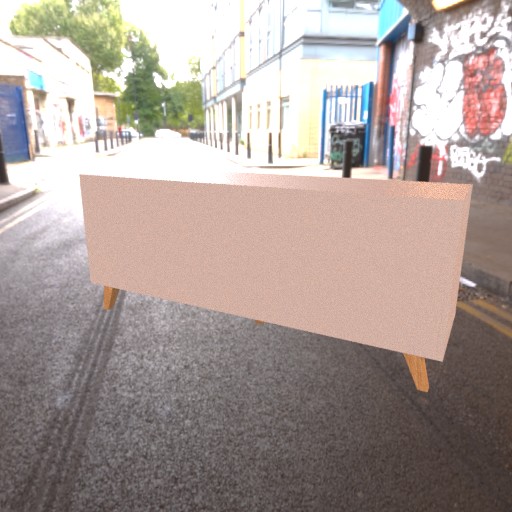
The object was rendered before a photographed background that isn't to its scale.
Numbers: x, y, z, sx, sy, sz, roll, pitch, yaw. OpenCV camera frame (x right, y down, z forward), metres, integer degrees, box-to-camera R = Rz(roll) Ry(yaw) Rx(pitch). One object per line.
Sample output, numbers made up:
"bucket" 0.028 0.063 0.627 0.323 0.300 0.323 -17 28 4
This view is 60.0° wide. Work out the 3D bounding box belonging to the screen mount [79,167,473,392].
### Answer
"screen mount" 0.000 0.000 1.792 1.490 0.619 0.400 9 18 27
